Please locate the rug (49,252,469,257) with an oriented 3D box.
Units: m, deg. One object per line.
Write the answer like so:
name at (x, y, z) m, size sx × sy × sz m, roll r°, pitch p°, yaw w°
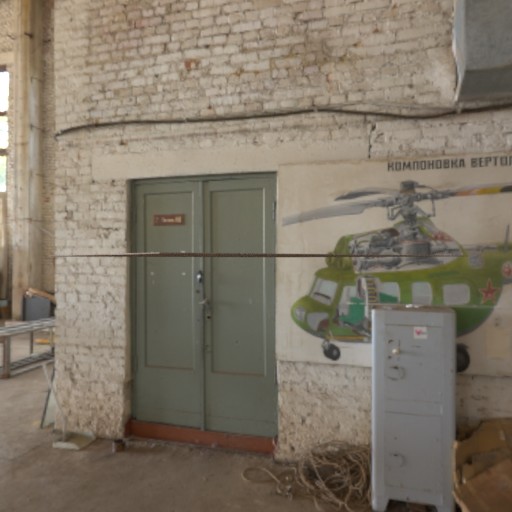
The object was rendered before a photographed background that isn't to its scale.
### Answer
rug at (0.000, 0.000, 4.089) m, size 3.035 × 0.008 × 2.425 m, roll 0°, pitch -1°, yaw -37°
